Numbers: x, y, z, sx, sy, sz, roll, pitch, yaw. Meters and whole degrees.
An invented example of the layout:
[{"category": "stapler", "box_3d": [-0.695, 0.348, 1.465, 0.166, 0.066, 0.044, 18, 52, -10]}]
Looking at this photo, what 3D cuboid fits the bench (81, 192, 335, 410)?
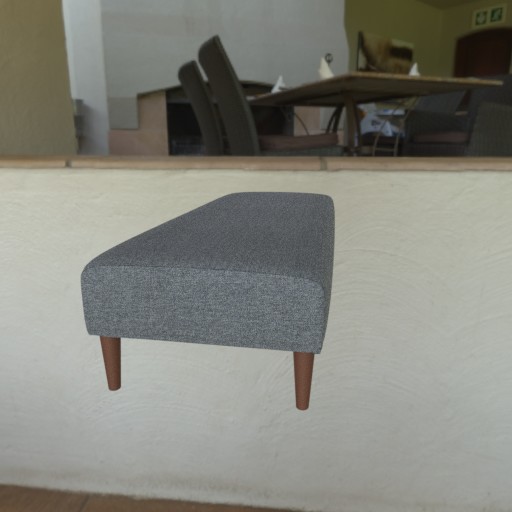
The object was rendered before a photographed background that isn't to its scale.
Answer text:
[{"category": "bench", "box_3d": [0.000, 0.000, 1.824, 0.631, 0.384, 1.598, 3, 14, 10]}]
